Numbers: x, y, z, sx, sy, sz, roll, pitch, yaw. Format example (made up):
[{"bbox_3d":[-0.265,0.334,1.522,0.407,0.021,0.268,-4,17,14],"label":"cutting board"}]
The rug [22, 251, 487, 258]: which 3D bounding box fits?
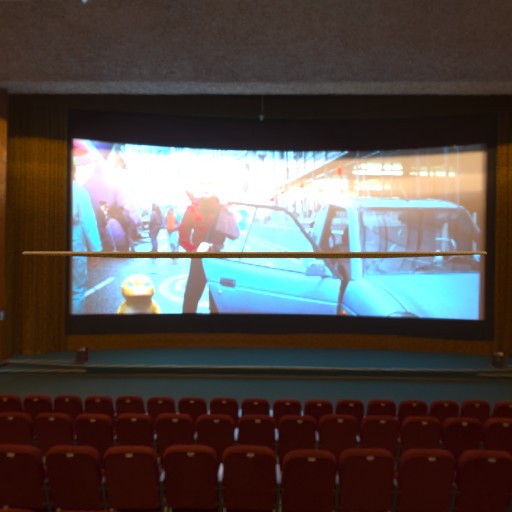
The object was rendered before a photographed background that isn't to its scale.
[{"bbox_3d":[0.000,0.000,4.016,2.976,0.018,2.430,0,-1,0],"label":"rug"}]
